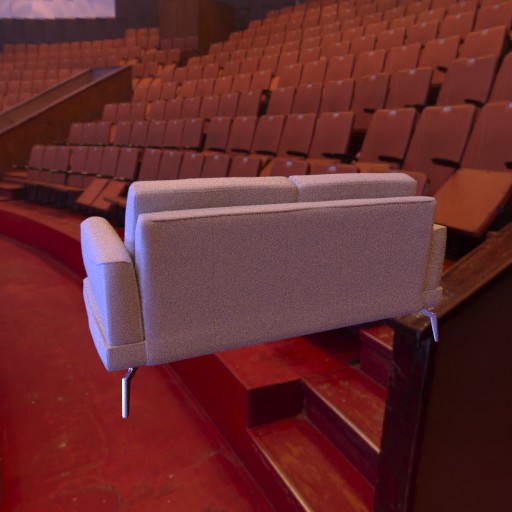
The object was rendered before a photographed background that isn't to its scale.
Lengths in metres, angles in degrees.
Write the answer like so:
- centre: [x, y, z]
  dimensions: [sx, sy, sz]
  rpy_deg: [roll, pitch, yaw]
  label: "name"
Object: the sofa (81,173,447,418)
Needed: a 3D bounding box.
- centre: [0.000, 0.000, 2.486]
  dimensions: [1.819, 0.930, 1.121]
  rpy_deg: [-6, 15, -24]
  label: "sofa"
